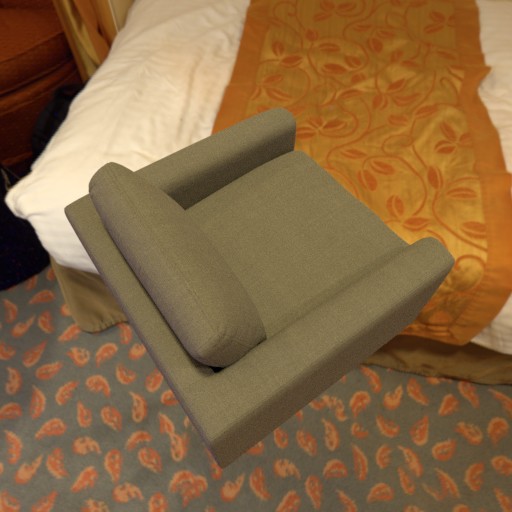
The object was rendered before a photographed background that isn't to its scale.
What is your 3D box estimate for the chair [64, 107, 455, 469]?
[{"bbox_3d":[0.000,0.000,1.805,1.100,0.847,1.070,-31,63,-18],"label":"chair"}]
